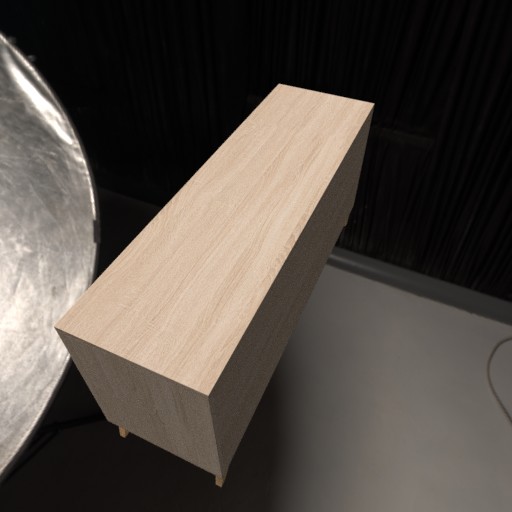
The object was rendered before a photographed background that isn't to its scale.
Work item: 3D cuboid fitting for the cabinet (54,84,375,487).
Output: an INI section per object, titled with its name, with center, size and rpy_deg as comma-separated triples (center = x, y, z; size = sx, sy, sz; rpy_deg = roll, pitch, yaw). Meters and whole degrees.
[cabinet]
center = 0.000, 0.000, 1.979
size = 0.500, 0.780, 1.649
rpy_deg = 19, 49, 17
